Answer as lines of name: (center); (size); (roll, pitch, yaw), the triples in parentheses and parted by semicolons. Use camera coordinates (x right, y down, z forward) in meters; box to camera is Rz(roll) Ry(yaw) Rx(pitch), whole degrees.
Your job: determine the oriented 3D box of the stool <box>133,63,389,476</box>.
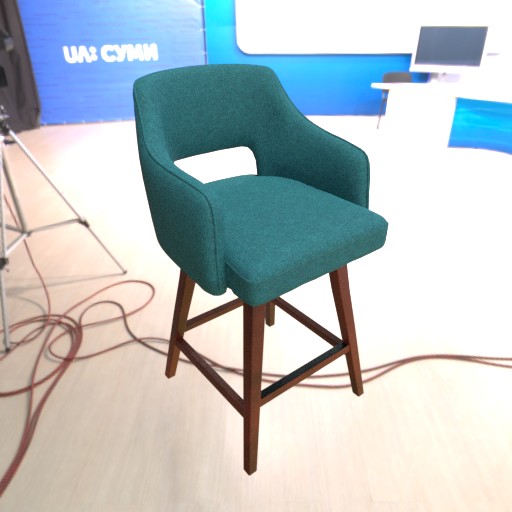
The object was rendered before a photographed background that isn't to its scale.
stool: (0.000, 0.000, 1.268); (0.548, 0.961, 0.556); (-21, 36, -32)
